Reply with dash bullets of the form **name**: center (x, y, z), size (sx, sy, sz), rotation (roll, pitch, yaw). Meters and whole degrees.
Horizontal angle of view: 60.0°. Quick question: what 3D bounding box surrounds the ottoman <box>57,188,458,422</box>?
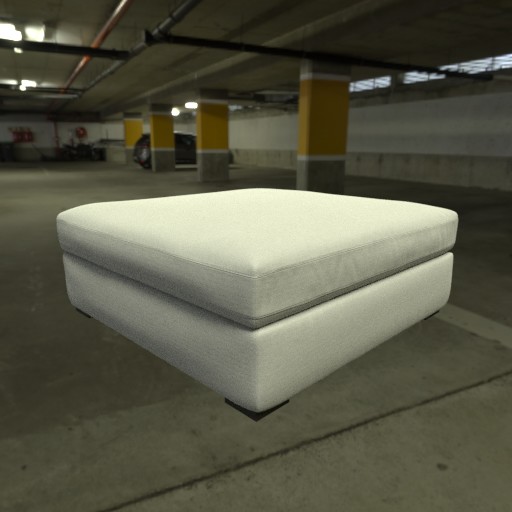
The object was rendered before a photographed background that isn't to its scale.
- **ottoman**: center (0.000, 0.000, 1.787), size (1.163, 0.482, 1.167), rotation (-14, 20, -43)
